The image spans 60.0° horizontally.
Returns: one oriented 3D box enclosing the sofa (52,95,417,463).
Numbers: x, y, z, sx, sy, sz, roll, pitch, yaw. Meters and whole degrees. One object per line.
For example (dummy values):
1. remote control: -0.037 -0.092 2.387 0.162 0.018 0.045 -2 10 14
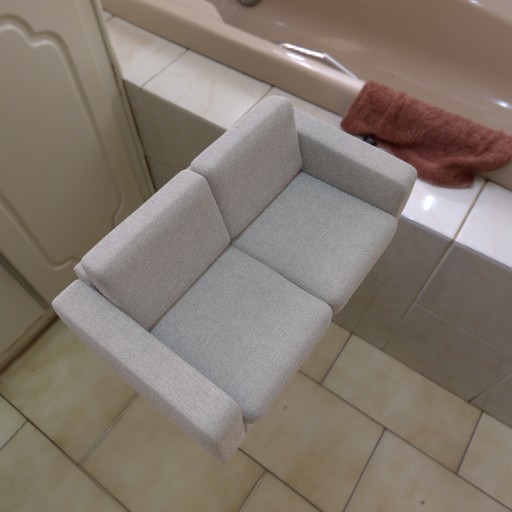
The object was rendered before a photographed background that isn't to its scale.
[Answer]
1. sofa: 0.000 0.000 2.066 0.900 0.800 1.540 33 63 19
